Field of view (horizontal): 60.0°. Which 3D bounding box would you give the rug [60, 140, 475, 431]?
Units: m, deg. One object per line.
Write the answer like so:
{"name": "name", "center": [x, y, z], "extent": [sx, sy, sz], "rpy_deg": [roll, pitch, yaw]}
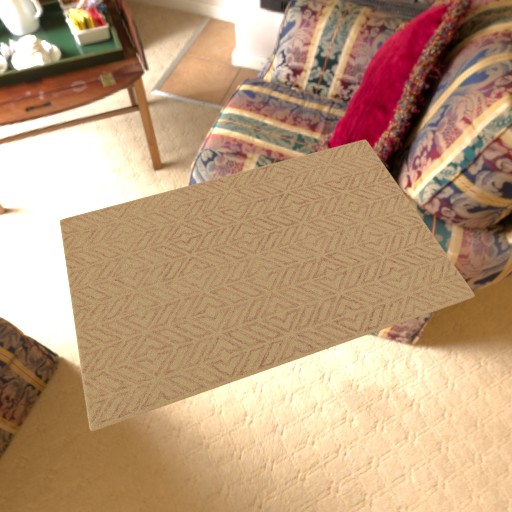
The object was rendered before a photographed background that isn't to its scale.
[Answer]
{"name": "rug", "center": [0.000, 0.000, 2.995], "extent": [2.438, 0.008, 1.523], "rpy_deg": [-17, 59, -10]}
